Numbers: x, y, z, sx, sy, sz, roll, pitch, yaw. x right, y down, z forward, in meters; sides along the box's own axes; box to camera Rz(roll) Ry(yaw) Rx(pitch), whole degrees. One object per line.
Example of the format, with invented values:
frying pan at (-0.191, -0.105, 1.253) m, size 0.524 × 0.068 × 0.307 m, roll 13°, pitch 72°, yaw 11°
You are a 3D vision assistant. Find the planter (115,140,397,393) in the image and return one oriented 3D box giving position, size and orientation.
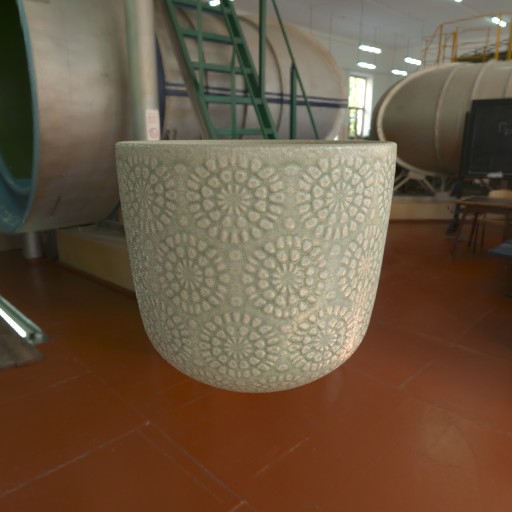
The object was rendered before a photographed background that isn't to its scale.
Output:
planter at (0.000, 0.000, 0.217) m, size 0.124 × 0.109 × 0.124 m, roll 0°, pitch 15°, yaw 0°
